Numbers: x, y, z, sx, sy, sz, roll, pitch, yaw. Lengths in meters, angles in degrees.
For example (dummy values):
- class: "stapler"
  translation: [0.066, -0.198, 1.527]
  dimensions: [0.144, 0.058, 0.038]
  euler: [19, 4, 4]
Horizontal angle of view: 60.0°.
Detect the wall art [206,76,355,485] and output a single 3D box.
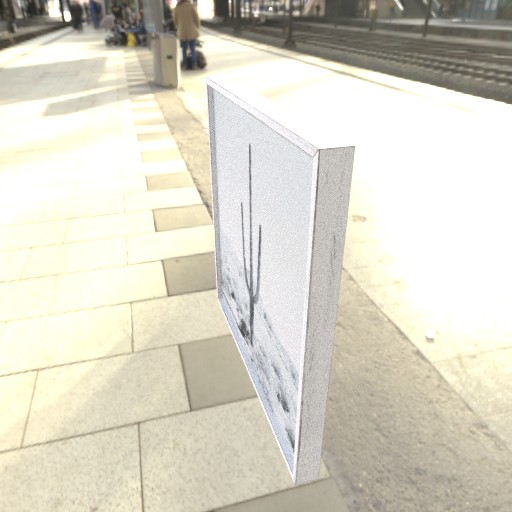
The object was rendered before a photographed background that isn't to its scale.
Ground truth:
- class: "wall art"
  translation: [0.000, 0.000, 0.753]
  dimensions: [0.038, 0.508, 0.508]
  euler: [-9, 31, -15]
